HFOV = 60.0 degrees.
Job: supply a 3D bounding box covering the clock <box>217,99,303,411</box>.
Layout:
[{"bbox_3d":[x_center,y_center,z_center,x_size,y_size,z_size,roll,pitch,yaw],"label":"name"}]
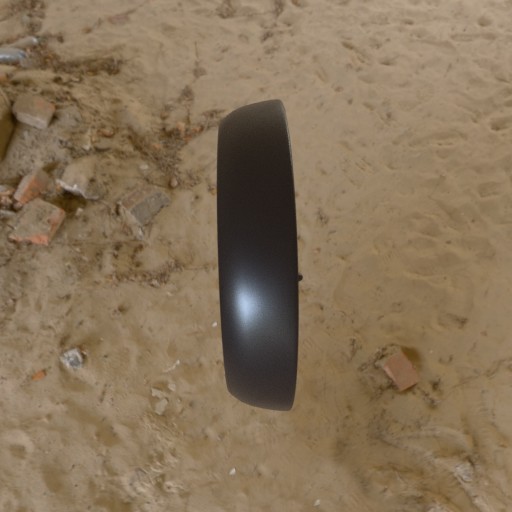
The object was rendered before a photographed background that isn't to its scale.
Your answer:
[{"bbox_3d":[0.000,0.000,0.451,0.060,0.300,0.300,-2,59,-1],"label":"clock"}]
